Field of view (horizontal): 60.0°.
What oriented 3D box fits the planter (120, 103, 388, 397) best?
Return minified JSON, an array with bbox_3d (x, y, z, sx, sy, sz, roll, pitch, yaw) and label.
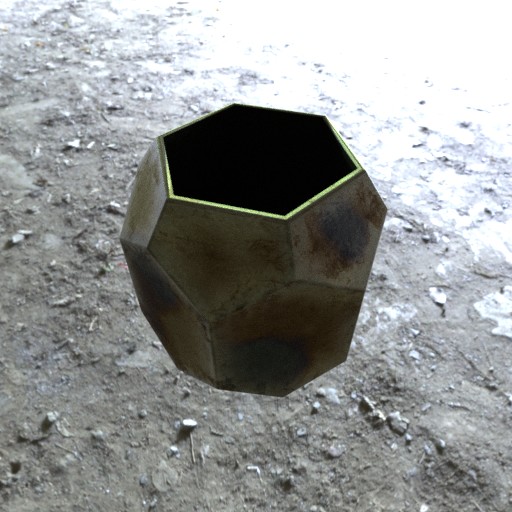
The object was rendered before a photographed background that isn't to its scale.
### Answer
[{"bbox_3d":[0.000,0.000,0.440,0.243,0.238,0.221,-10,46,-10],"label":"planter"}]
